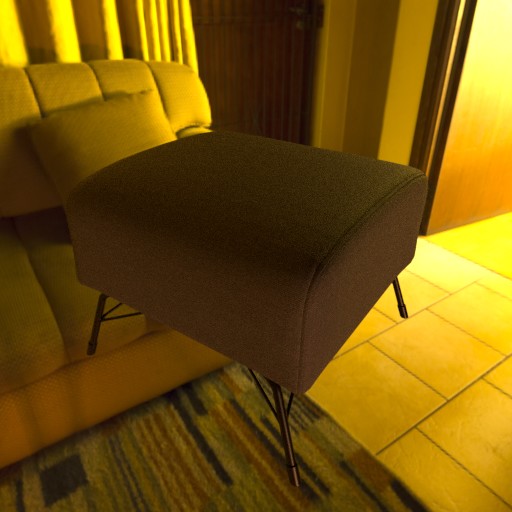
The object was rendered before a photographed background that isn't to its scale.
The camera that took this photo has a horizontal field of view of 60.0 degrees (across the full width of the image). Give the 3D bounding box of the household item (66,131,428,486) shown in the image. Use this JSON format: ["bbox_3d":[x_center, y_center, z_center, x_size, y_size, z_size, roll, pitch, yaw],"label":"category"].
[{"bbox_3d":[0.000,0.000,0.906,0.530,0.410,0.530,20,36,30],"label":"household item"}]
